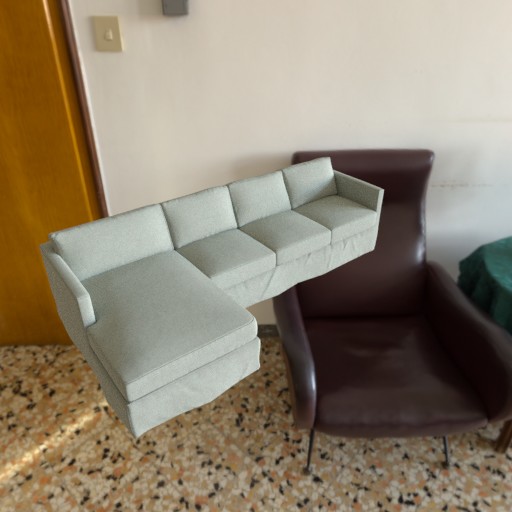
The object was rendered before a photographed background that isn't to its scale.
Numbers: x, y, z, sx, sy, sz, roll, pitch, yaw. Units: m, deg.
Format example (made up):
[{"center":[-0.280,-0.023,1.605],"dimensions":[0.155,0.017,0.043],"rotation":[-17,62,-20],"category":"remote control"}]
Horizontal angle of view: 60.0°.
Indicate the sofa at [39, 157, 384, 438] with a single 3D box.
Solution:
[{"center":[0.000,0.000,3.954],"dimensions":[3.205,0.922,1.650],"rotation":[-21,37,-31],"category":"sofa"}]
